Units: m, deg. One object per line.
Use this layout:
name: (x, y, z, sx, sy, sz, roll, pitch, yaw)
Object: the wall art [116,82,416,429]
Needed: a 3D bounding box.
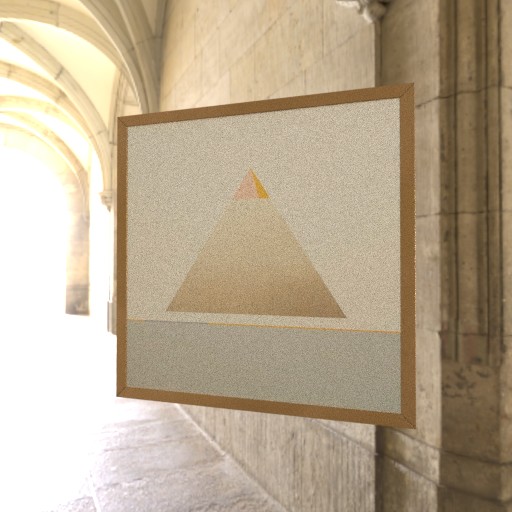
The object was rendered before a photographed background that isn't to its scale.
wall art: (0.000, 0.000, 0.452, 0.305, 0.303, 0.038, 0, -1, 18)
